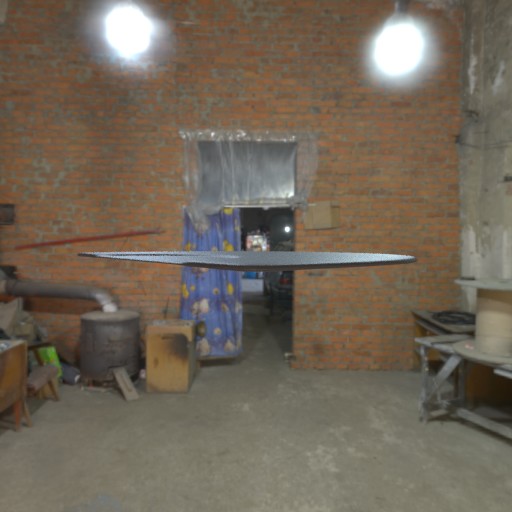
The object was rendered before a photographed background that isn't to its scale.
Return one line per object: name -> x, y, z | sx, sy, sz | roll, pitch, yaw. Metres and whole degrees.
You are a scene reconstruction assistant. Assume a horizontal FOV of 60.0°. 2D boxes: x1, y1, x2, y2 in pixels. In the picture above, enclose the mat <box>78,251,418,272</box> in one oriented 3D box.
mat -> 0.000, 0.000, 1.559 | 0.917, 0.016, 1.220 | -1, 2, -36
